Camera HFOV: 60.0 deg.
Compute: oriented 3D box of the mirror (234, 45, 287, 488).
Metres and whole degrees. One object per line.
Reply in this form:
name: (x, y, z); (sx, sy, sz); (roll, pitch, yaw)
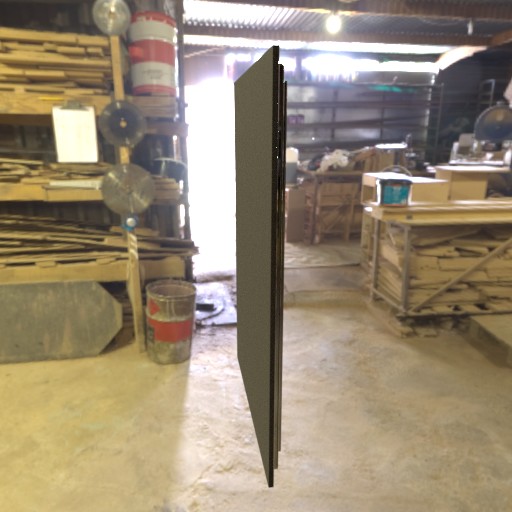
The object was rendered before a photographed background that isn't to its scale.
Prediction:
mirror: (0.000, 0.000, 1.168); (0.039, 0.914, 0.613); (-2, 16, -9)
